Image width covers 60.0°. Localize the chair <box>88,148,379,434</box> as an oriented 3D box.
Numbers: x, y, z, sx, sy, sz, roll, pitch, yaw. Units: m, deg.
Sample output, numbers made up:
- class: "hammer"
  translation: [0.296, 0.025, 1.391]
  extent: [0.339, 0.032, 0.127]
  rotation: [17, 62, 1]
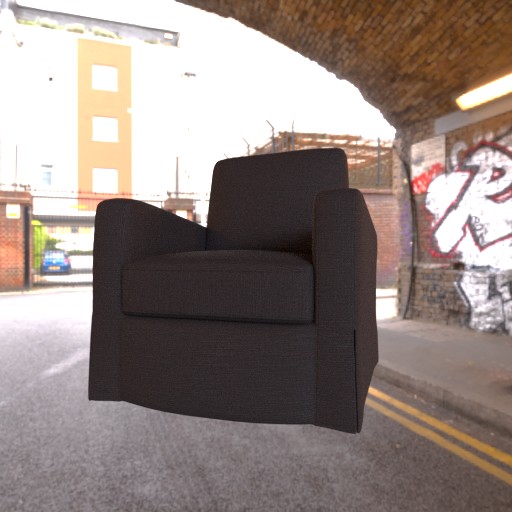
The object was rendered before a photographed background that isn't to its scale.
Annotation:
- class: "chair"
  translation: [0.000, 0.000, 1.559]
  extent: [0.798, 0.855, 0.863]
  rotation: [0, 0, 19]
